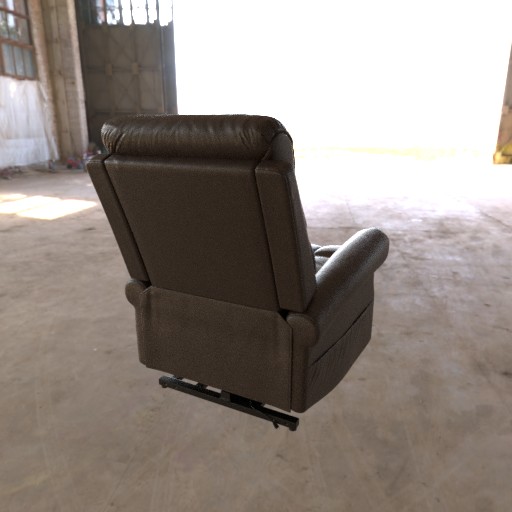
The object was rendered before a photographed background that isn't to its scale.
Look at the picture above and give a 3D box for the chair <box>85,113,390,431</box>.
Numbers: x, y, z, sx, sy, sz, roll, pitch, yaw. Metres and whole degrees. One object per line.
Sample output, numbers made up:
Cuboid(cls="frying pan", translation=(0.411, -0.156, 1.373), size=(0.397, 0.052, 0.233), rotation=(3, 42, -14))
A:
Cuboid(cls="chair", translation=(0.000, 0.000, 1.714), size=(0.869, 1.028, 0.978), rotation=(8, 18, 27))
